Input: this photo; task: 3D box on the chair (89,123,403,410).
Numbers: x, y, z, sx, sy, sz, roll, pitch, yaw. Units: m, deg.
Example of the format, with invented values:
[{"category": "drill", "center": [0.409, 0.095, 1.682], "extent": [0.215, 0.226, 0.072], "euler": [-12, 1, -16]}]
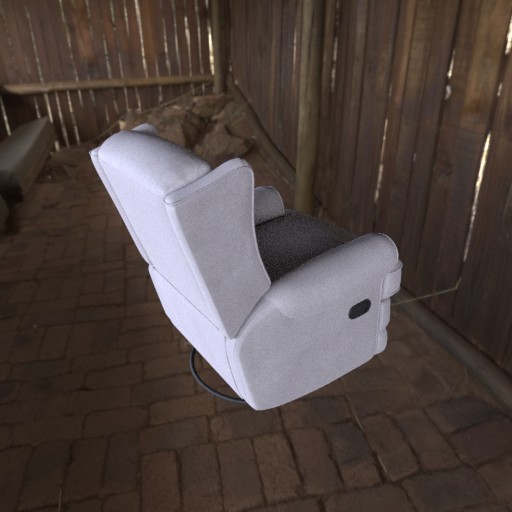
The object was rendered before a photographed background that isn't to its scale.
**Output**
[{"category": "chair", "center": [0.000, 0.000, 1.746], "extent": [0.969, 1.011, 0.847], "euler": [-18, 32, -31]}]
